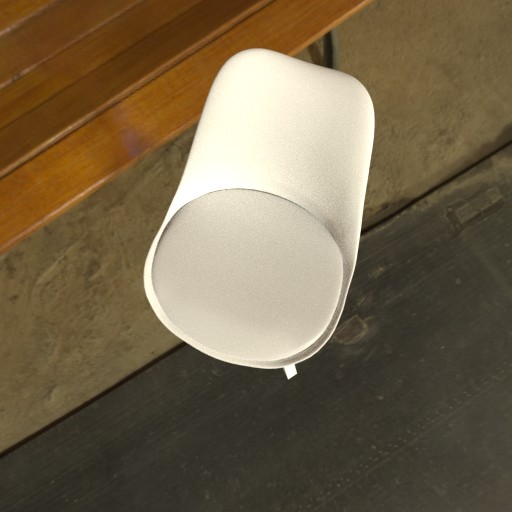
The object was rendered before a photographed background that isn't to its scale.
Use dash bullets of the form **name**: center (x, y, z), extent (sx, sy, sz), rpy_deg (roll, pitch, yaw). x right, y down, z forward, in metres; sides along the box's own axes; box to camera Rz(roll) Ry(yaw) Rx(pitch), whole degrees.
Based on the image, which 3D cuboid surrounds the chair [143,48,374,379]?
- **chair**: center (0.000, 0.000, 1.143), extent (0.485, 0.850, 0.550), rpy_deg (20, 75, 5)
